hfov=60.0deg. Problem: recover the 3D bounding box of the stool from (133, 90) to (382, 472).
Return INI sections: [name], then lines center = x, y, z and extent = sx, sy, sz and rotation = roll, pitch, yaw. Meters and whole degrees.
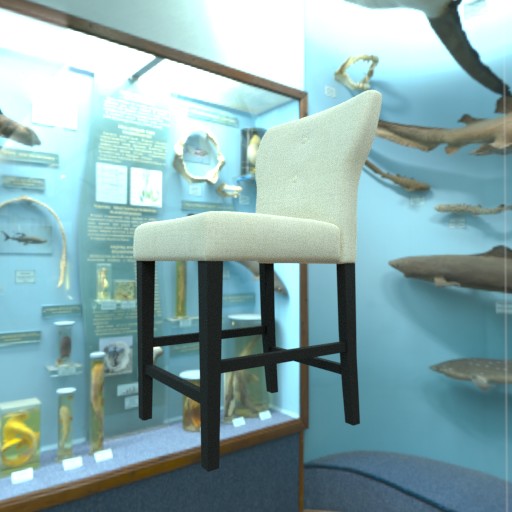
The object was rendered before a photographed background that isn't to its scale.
[stool]
center = 0.000, 0.000, 1.319
extent = 0.603, 0.972, 0.514
rotation = 0, -1, -36
